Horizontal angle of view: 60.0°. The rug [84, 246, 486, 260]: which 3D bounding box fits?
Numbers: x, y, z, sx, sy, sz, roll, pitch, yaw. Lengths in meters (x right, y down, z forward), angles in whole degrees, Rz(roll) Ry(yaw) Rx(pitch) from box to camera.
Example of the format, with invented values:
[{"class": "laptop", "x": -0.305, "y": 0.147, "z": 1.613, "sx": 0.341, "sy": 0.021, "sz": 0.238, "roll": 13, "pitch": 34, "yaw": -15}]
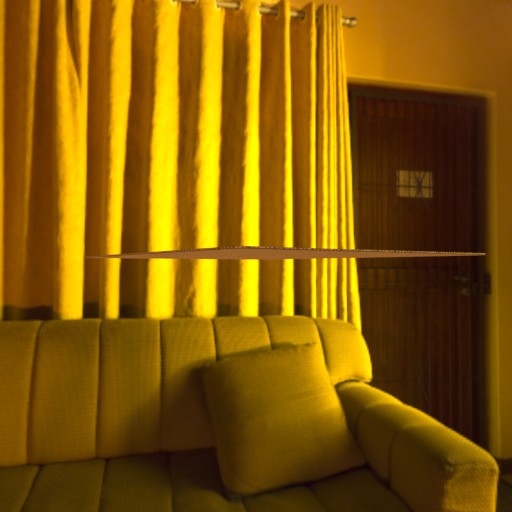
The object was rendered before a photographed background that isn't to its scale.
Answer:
[{"class": "rug", "x": 0.000, "y": 0.000, "z": 4.266, "sx": 2.439, "sy": 0.014, "sz": 3.207, "roll": 1, "pitch": -2, "yaw": -35}]
